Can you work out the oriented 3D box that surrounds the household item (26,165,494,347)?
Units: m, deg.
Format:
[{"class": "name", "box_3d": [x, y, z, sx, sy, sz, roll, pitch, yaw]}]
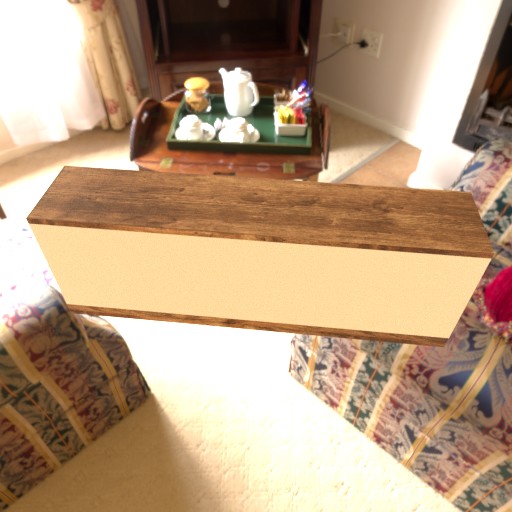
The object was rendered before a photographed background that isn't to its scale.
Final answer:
[{"class": "household item", "box_3d": [0.000, 0.000, 2.047, 1.800, 0.615, 0.390, 4, 45, 4]}]
